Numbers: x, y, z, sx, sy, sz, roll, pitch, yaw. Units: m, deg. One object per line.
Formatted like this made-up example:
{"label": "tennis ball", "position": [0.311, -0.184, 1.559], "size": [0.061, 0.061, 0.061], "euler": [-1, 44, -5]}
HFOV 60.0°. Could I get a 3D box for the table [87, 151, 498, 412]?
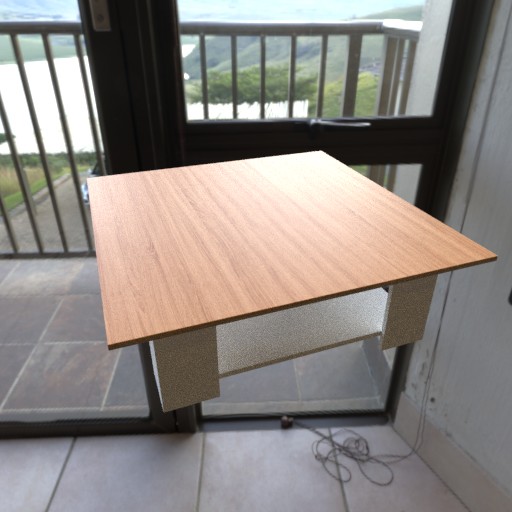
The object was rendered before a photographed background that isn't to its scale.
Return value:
{"label": "table", "position": [0.000, 0.000, 1.350], "size": [0.890, 0.305, 0.890], "euler": [-11, 32, -18]}
